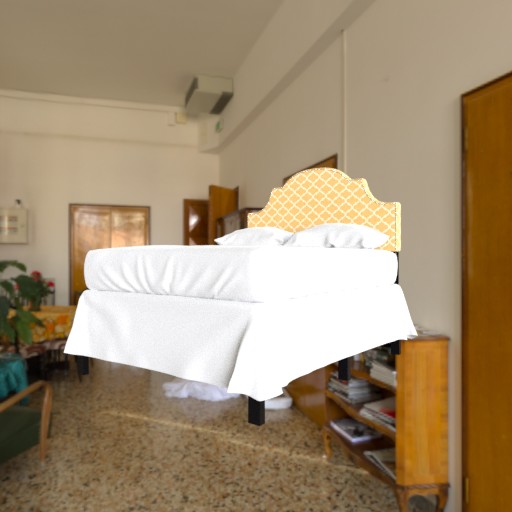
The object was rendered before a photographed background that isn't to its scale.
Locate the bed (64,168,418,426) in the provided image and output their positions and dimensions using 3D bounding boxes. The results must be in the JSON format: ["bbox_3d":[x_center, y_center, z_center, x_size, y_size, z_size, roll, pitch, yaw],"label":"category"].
[{"bbox_3d":[0.000,0.000,3.380,1.780,1.633,2.222,0,0,37],"label":"bed"}]
